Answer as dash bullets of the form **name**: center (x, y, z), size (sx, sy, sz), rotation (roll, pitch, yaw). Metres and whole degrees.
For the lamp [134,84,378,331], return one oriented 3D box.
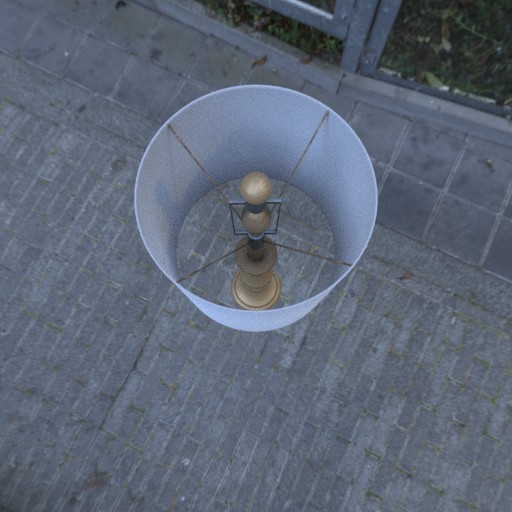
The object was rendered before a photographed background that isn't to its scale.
- **lamp**: center (0.000, 0.000, 0.724), size (0.250, 0.597, 0.250), rotation (39, 79, 9)
